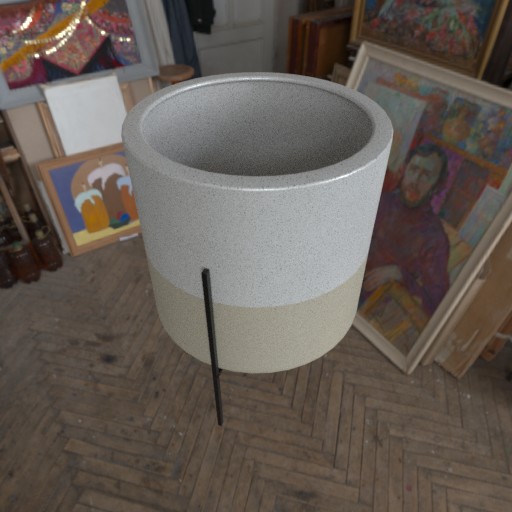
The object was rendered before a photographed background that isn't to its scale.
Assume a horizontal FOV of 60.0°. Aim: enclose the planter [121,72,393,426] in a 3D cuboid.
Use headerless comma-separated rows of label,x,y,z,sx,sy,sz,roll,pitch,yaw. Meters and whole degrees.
planter,0.000,0.000,0.746,0.359,0.484,0.368,14,43,15
